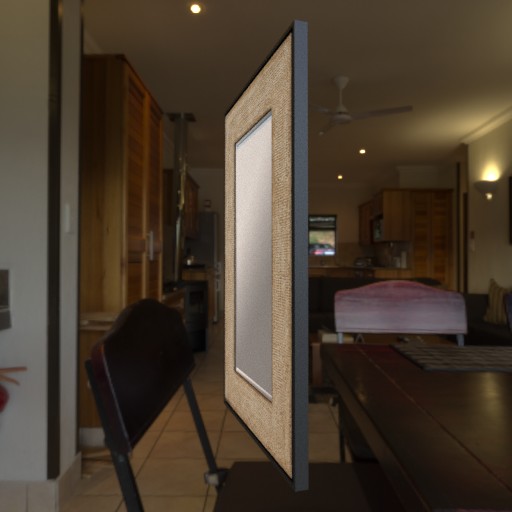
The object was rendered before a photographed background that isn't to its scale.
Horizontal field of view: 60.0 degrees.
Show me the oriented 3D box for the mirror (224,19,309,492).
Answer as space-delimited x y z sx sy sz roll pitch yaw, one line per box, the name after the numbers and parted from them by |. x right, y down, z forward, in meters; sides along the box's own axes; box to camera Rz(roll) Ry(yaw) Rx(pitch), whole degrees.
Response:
0.000 0.000 1.512 0.038 1.219 0.762 0 -1 -18 | mirror
